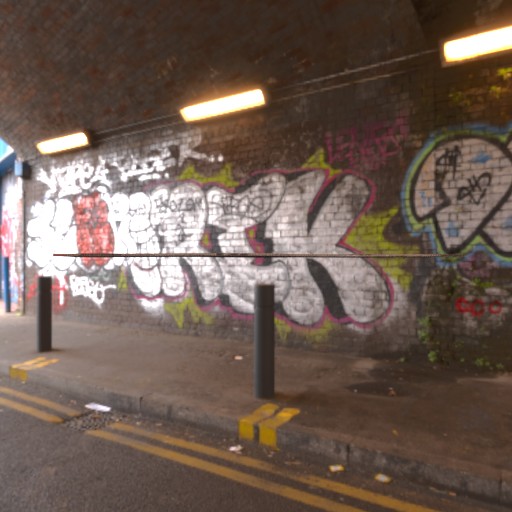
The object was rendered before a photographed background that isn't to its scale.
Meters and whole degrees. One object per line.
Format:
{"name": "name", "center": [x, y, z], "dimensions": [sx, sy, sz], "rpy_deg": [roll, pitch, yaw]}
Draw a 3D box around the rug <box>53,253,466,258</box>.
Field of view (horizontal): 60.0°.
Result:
{"name": "rug", "center": [0.000, 0.000, 3.076], "dimensions": [2.446, 0.017, 1.530], "rpy_deg": [0, 0, -17]}
